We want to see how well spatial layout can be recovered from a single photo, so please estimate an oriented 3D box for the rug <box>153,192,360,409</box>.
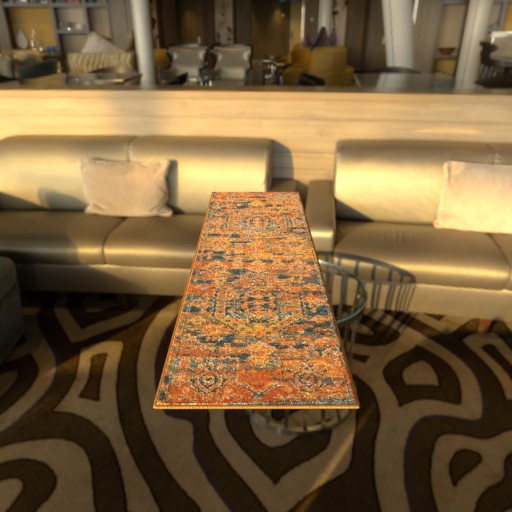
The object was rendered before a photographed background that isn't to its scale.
[{"bbox_3d":[0.000,0.000,1.998,0.556,0.013,1.820,0,26,0],"label":"rug"}]
